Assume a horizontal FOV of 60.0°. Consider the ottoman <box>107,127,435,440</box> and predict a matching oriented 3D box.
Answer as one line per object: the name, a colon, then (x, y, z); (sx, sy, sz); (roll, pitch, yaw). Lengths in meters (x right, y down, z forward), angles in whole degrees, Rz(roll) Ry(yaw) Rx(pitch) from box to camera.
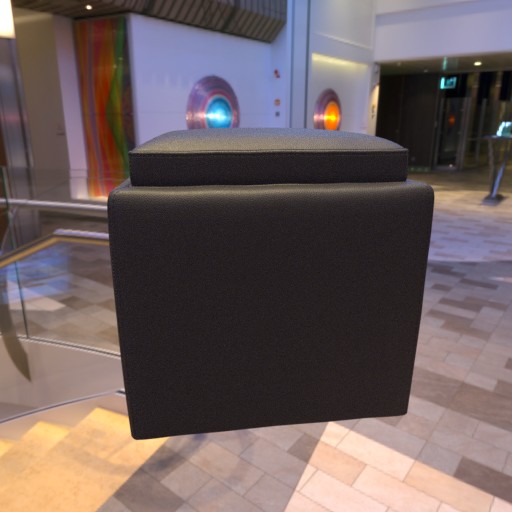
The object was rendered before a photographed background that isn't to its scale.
ottoman: (0.000, 0.000, 0.826); (0.451, 0.460, 0.450); (-2, 17, -8)
